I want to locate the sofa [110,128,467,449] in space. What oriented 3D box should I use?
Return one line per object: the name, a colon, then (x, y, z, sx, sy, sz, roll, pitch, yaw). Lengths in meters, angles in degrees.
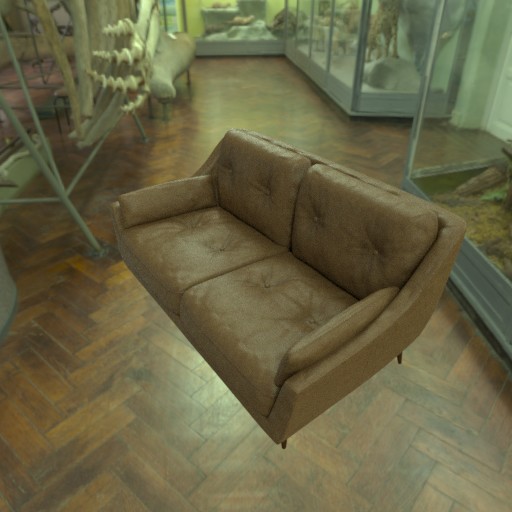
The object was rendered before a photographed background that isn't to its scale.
sofa: (0.000, 0.000, 2.277, 0.981, 0.886, 1.731, -20, 37, -29)
